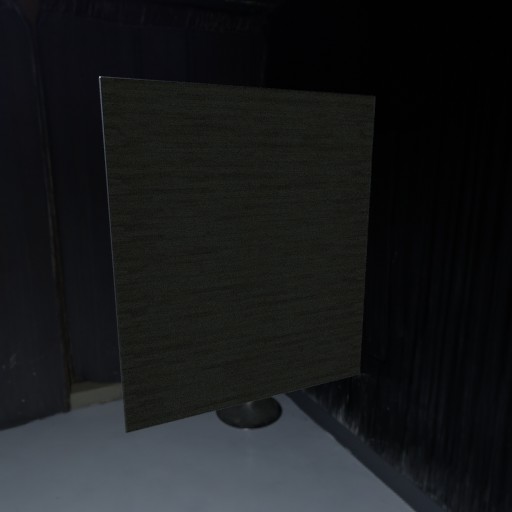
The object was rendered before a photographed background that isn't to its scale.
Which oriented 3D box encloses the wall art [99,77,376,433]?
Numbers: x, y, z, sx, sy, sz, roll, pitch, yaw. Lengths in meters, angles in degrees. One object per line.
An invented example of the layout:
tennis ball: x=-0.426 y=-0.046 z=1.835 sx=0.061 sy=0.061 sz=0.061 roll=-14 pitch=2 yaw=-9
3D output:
wall art: x=0.000 y=0.000 z=0.780 sx=0.483 sy=0.559 sz=0.009 roll=-6 pitch=14 yaw=-24
